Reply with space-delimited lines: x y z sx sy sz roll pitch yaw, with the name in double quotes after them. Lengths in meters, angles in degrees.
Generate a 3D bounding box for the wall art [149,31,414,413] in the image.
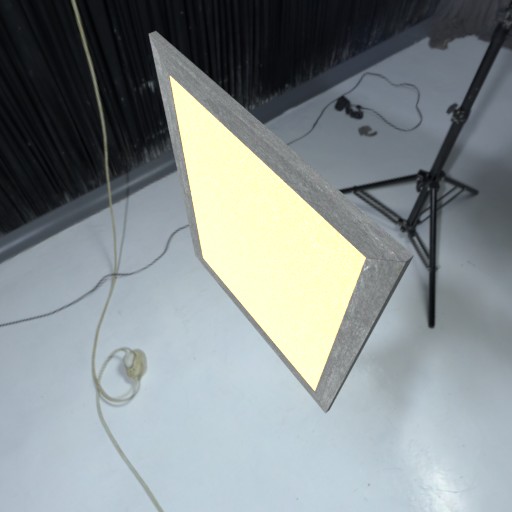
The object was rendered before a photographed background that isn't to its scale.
0.000 0.000 0.757 0.013 0.570 0.476 -33 63 -19 "wall art"
